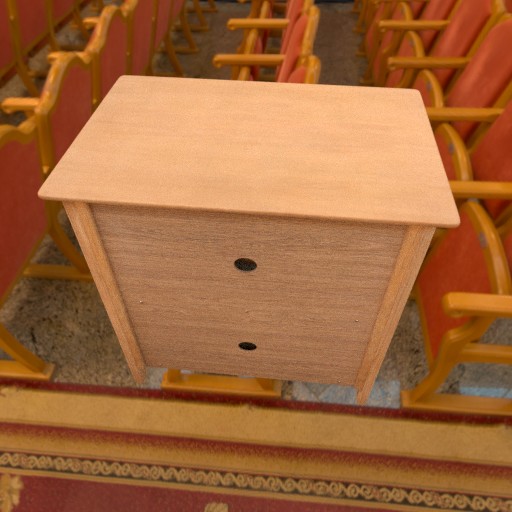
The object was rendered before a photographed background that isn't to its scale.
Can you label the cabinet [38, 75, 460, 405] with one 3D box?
[{"bbox_3d":[0.000,0.000,1.232,0.763,0.762,0.503,4,47,4],"label":"cabinet"}]
